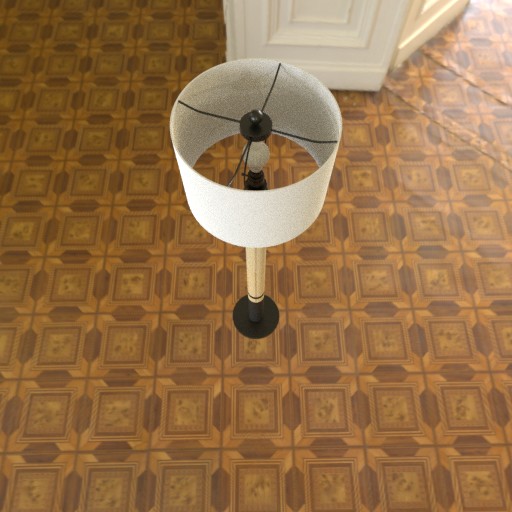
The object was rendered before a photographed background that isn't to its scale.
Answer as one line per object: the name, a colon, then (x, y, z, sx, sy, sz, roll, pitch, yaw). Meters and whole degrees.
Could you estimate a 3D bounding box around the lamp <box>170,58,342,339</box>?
lamp: (0.000, 0.000, 1.630, 0.381, 1.478, 0.381, -1, 65, -1)
